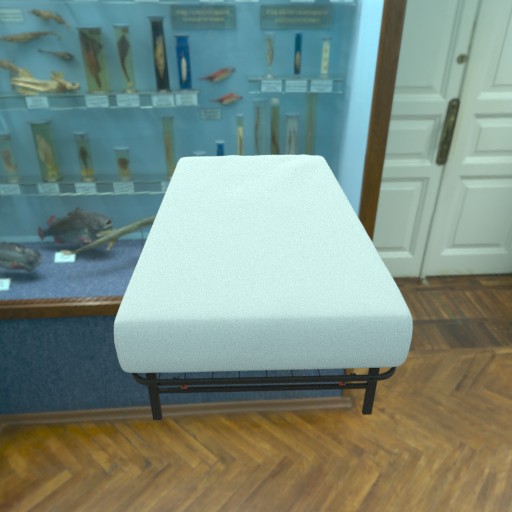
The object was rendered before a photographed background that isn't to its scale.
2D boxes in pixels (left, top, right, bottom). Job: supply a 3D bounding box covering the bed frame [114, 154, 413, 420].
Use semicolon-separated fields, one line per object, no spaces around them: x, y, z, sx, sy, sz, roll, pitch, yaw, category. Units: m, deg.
0.000;0.000;2.412;1.025;0.640;1.908;-1;29;-2;bed frame
